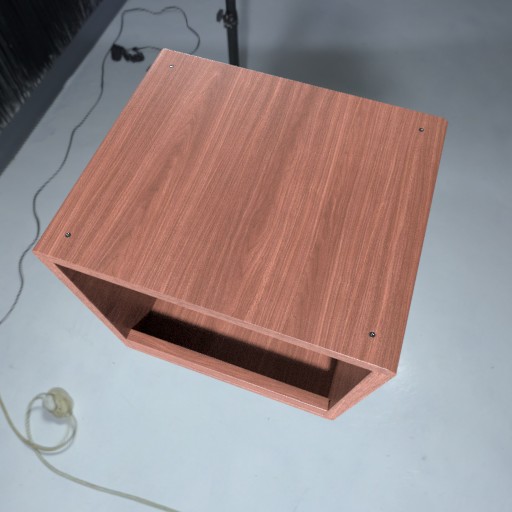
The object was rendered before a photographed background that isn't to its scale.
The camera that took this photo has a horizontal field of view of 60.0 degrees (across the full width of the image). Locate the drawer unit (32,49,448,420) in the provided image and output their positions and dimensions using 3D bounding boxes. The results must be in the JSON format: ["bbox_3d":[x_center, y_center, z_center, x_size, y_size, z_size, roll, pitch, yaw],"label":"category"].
[{"bbox_3d":[0.000,0.000,0.606,0.349,0.351,0.290,17,65,8],"label":"drawer unit"}]
